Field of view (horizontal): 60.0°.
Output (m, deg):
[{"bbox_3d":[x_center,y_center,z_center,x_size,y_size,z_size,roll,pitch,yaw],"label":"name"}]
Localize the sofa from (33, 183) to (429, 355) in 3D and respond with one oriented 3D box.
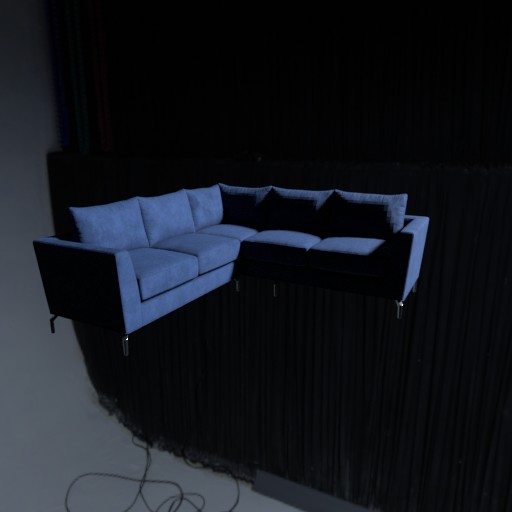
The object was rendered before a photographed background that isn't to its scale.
[{"bbox_3d":[0.000,0.000,3.840,2.463,0.988,2.472,8,17,27],"label":"sofa"}]
